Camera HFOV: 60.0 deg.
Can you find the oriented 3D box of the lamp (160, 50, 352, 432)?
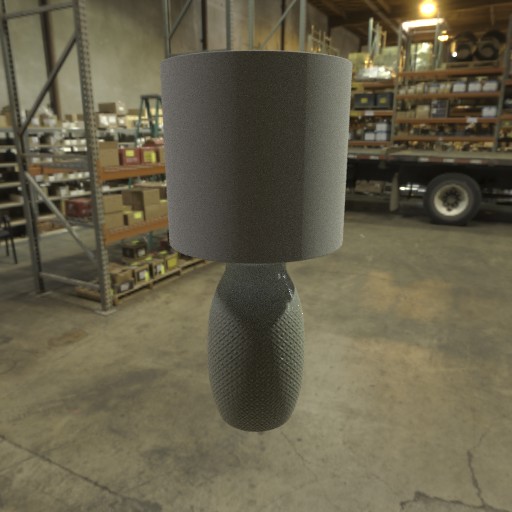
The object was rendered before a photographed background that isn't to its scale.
[{"bbox_3d":[0.000,0.000,0.571,0.217,0.453,0.217,8,18,26],"label":"lamp"}]
